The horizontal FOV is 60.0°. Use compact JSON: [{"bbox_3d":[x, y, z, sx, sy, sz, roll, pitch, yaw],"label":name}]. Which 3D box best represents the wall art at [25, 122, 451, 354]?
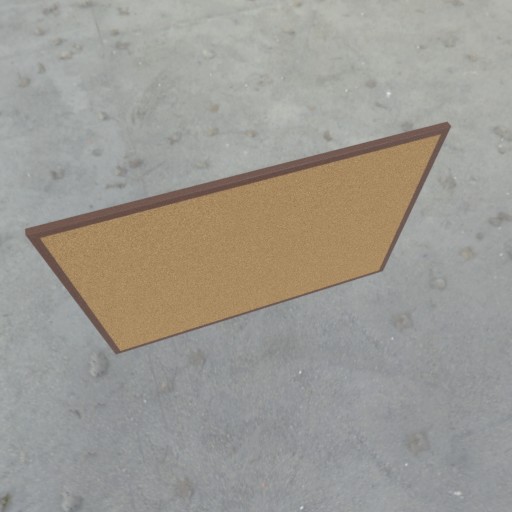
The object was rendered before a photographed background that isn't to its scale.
[{"bbox_3d":[0.000,0.000,0.849,0.660,0.455,0.014,-16,59,-10],"label":"wall art"}]
